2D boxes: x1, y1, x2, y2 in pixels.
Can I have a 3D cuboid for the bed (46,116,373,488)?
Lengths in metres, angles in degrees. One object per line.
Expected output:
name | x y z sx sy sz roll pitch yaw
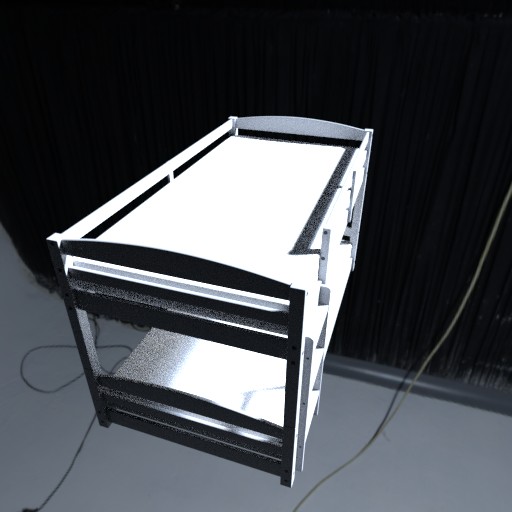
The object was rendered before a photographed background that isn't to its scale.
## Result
bed | 0.000 0.000 2.737 1.105 1.206 2.013 10 33 16
